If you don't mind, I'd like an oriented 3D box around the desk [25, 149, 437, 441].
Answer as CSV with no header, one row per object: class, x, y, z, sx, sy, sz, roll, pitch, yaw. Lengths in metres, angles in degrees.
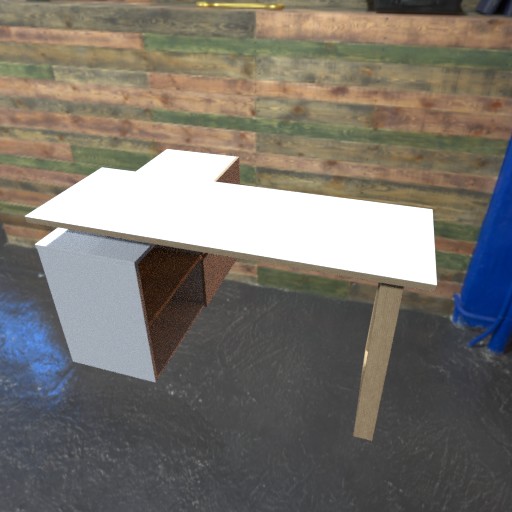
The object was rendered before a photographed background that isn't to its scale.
desk,0.000,0.000,2.066,1.404,0.755,1.098,9,34,14
